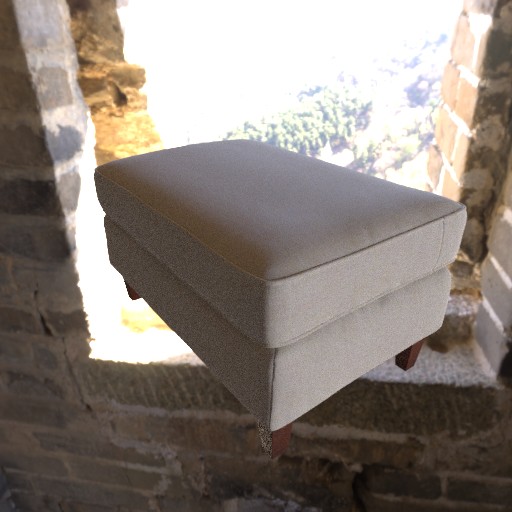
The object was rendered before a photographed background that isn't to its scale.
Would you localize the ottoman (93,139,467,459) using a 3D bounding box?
[{"bbox_3d":[0.000,0.000,1.211,0.583,0.484,0.862,-18,32,-32],"label":"ottoman"}]
